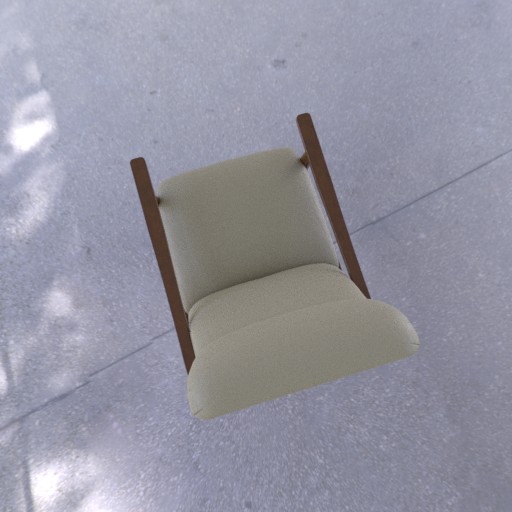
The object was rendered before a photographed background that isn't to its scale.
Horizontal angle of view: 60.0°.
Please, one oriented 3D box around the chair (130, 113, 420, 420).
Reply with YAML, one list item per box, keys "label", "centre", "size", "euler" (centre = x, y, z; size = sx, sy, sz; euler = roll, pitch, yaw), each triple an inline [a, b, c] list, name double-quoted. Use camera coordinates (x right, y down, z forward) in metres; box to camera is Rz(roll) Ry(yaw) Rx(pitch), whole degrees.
- label: "chair"
  centre: [0.000, 0.000, 1.765]
  size: [0.762, 1.082, 1.014]
  euler: [-16, 76, -4]
